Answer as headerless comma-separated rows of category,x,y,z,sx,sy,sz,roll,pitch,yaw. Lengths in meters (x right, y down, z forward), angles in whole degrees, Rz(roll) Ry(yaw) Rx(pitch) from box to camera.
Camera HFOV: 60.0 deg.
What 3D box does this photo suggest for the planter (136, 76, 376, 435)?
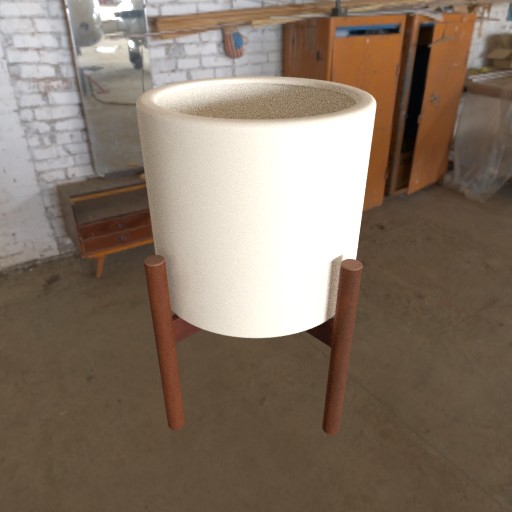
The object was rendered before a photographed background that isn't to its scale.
planter,0.000,0.000,0.512,0.224,0.358,0.224,1,30,2
